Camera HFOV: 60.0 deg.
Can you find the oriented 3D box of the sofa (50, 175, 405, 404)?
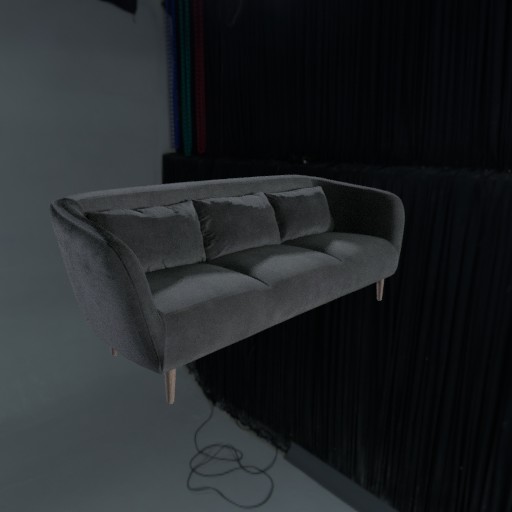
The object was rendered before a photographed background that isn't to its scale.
[{"bbox_3d":[0.000,0.000,2.740,0.956,0.875,2.296,14,20,43],"label":"sofa"}]
